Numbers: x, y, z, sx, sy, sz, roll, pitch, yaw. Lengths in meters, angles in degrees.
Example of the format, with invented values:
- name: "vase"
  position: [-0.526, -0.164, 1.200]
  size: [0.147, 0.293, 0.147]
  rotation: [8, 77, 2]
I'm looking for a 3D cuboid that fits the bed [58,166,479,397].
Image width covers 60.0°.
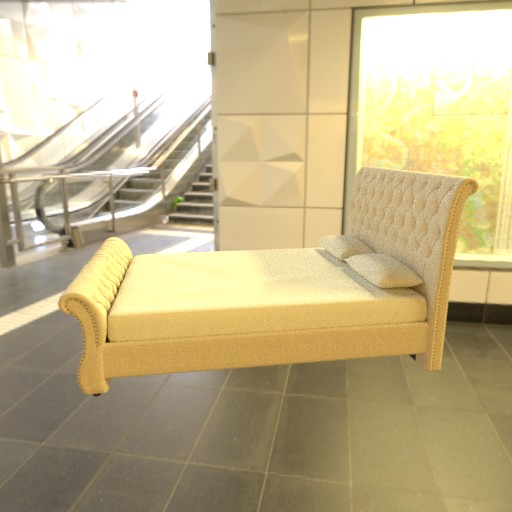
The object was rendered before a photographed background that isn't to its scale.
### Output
- name: "bed"
  position: [0.000, 0.000, 3.398]
  size: [2.493, 1.268, 1.606]
  rotation: [-2, 14, -9]
